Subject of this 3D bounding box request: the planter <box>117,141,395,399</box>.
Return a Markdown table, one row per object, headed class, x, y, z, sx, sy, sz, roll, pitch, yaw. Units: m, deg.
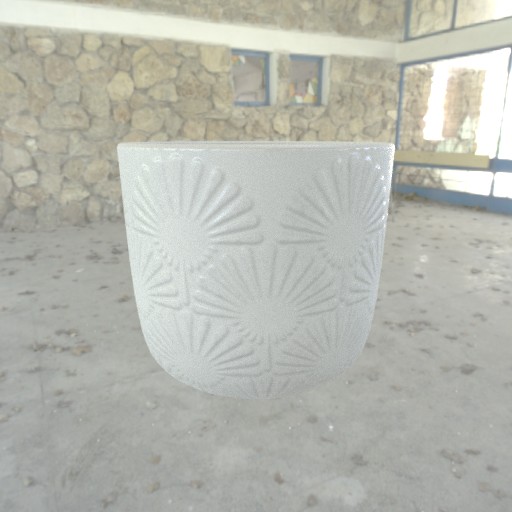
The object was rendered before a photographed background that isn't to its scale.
| class | x | y | z | sx | sy | sz | roll | pitch | yaw |
| --- | --- | --- | --- | --- | --- | --- | --- | --- | --- |
| planter | 0.000 | 0.000 | 0.220 | 0.124 | 0.109 | 0.124 | 0 | 15 | 0 |
